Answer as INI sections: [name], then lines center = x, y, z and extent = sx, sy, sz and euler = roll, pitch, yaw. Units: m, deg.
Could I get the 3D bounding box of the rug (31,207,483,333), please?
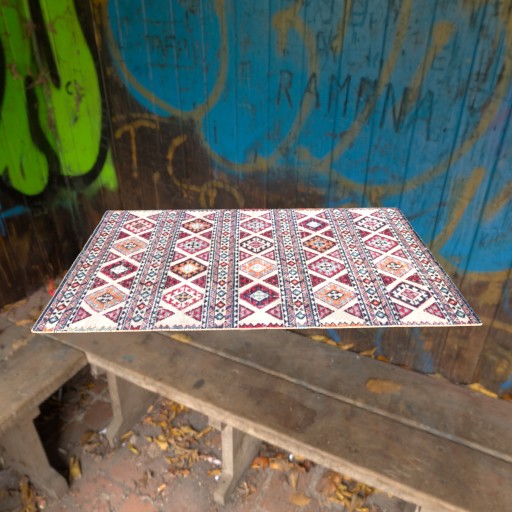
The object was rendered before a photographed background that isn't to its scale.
[rug]
center = 0.000, 0.000, 3.038
extent = 2.440, 0.010, 1.545
euler = -1, 30, -1
